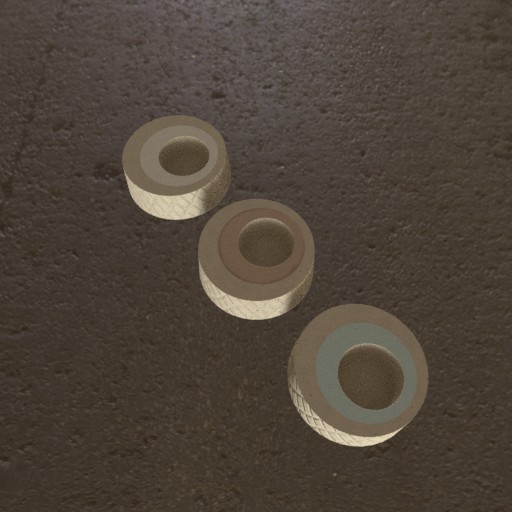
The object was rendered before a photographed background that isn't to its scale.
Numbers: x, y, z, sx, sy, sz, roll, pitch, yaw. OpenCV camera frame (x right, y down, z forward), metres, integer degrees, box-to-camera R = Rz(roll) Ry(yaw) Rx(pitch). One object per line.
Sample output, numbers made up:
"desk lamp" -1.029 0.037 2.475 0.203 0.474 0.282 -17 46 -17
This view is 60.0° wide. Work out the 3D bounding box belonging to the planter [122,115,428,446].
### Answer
"planter" 0.000 0.000 0.423 0.114 0.038 0.390 -34 67 -16
